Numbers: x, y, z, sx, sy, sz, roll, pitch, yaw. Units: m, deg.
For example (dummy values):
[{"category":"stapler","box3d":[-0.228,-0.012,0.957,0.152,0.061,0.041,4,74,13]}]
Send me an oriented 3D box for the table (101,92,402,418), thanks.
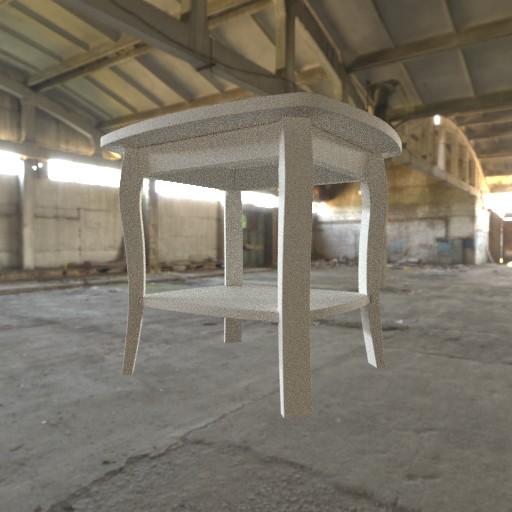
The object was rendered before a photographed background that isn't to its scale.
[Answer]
[{"category":"table","box3d":[0.000,0.000,0.856,0.502,0.438,0.451,1,2,35]}]
